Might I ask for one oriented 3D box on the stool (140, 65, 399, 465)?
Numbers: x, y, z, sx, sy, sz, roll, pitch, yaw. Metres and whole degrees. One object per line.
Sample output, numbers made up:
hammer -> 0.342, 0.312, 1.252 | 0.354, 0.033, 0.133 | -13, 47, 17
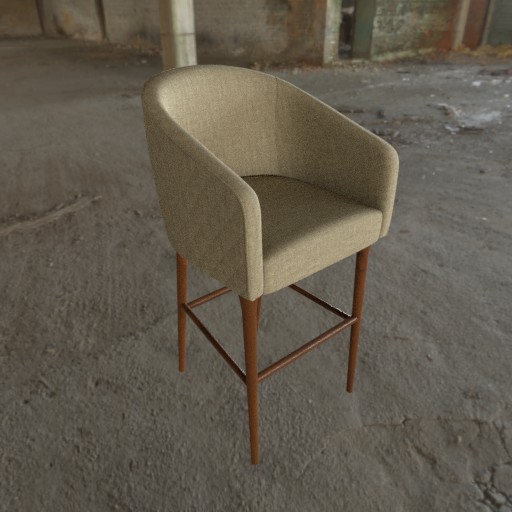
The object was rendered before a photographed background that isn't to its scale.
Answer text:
stool -> 0.000, 0.000, 1.416 | 0.559, 1.078, 0.607 | -23, 36, -34
